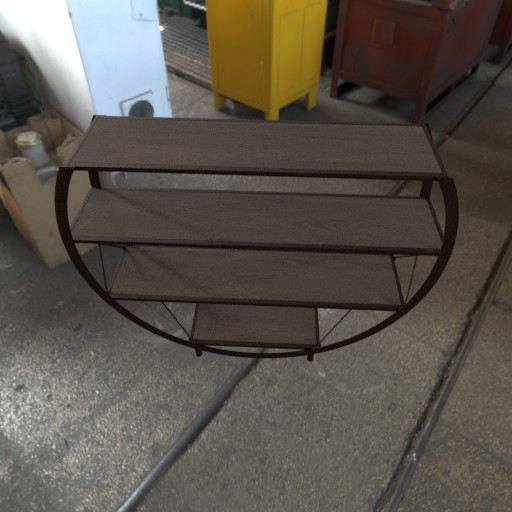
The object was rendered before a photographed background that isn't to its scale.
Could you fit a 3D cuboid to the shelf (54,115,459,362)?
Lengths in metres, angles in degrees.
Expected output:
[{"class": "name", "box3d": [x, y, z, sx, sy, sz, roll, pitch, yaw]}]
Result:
[{"class": "shelf", "box3d": [0.000, 0.000, 1.860, 1.403, 1.063, 0.344, 2, 45, 2]}]
